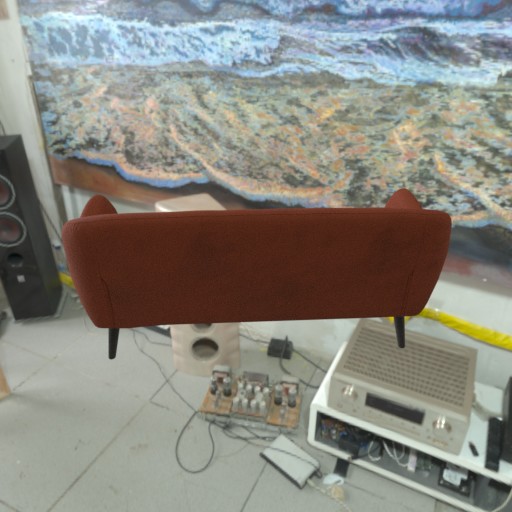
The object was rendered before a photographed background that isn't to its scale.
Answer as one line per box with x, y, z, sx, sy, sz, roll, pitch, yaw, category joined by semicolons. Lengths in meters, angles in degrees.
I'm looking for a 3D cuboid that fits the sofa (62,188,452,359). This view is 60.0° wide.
0.000;0.000;2.326;1.840;0.836;0.820;-2;29;-3;sofa
